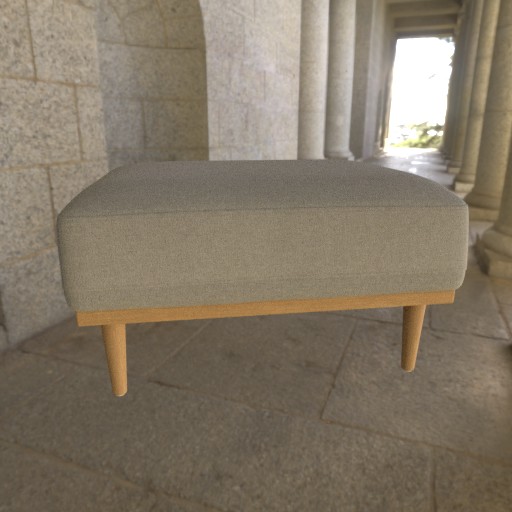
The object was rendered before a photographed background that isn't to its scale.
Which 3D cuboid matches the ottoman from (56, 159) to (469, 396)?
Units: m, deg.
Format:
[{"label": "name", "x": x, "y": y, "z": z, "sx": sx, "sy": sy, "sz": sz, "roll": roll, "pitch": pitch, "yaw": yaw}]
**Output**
[{"label": "ottoman", "x": 0.000, "y": 0.000, "z": 1.046, "sx": 0.749, "sy": 0.428, "sz": 0.549, "roll": -2, "pitch": 17, "yaw": -8}]
